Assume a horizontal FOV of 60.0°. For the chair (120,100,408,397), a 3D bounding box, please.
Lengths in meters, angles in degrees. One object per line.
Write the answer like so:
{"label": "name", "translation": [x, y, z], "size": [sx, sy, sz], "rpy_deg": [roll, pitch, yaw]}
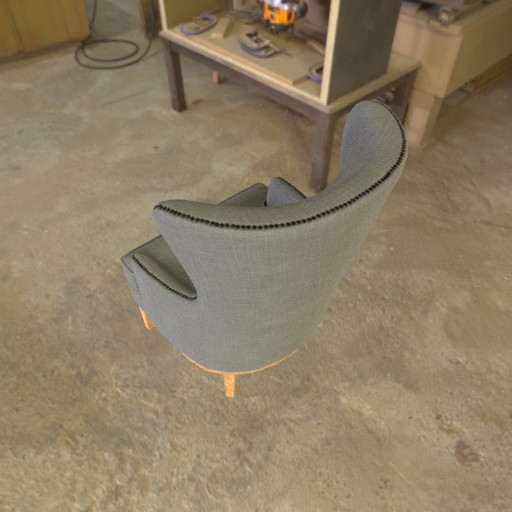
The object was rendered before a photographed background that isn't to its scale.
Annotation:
{"label": "chair", "translation": [0.000, 0.000, 1.788], "size": [0.864, 1.176, 0.883], "rpy_deg": [-32, 55, -26]}
